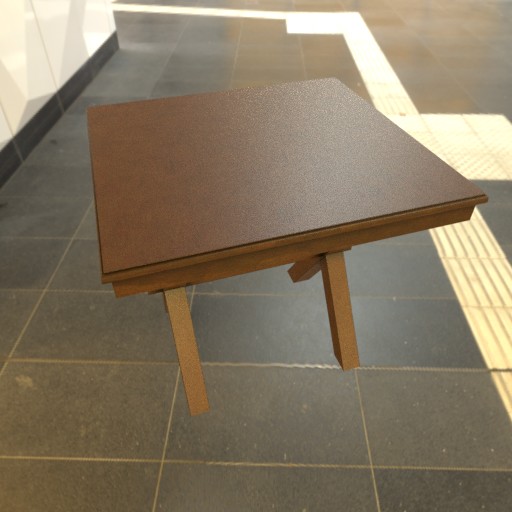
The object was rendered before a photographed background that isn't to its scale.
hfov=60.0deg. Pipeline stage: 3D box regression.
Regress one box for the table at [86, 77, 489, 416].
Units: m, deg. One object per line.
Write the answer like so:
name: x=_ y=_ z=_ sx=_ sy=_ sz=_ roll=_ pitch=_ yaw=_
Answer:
table: x=0.000 y=0.000 z=1.020 sx=0.602 sy=0.562 sz=0.560 roll=-12 pitch=43 yaw=-14
